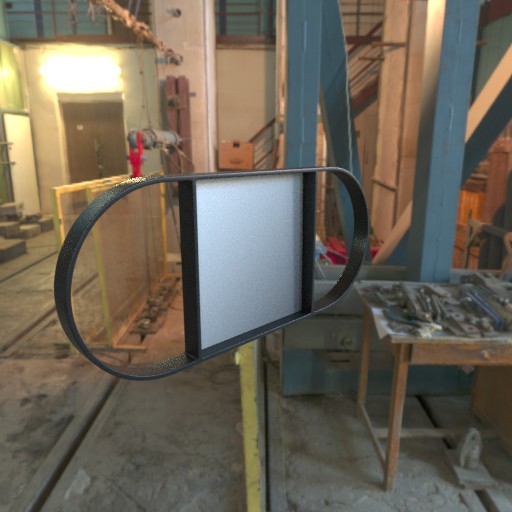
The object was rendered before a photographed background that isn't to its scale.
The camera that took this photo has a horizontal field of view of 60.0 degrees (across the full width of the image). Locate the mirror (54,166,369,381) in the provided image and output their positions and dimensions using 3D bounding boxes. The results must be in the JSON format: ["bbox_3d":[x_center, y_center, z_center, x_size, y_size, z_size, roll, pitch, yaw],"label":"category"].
[{"bbox_3d":[0.000,0.000,0.669,0.584,0.254,0.032,-14,20,-43],"label":"mirror"}]
